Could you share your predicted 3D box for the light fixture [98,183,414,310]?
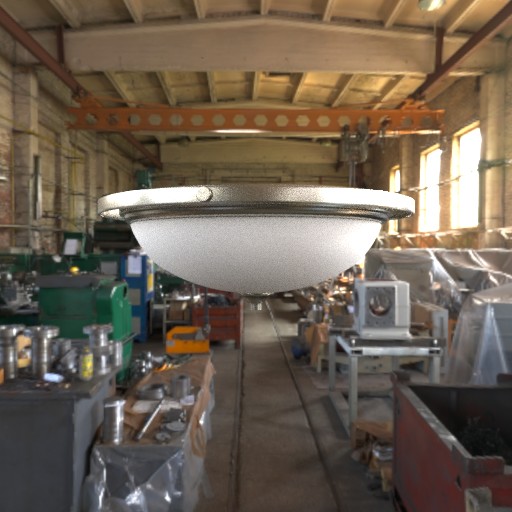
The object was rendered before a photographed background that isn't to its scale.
[{"bbox_3d":[0.000,0.000,0.537,0.361,0.130,0.361,0,1,0],"label":"light fixture"}]
